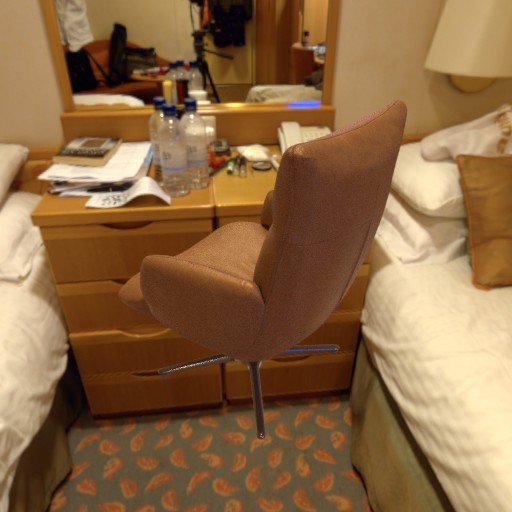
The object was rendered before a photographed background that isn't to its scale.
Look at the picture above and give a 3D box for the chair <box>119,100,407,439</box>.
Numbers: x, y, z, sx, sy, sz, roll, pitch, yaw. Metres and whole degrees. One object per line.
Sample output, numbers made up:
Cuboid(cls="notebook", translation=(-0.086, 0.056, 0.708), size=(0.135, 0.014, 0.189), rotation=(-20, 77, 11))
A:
Cuboid(cls="chair", translation=(0.000, 0.000, 1.540), size=(0.794, 1.027, 0.711), rotation=(21, 36, 31))
